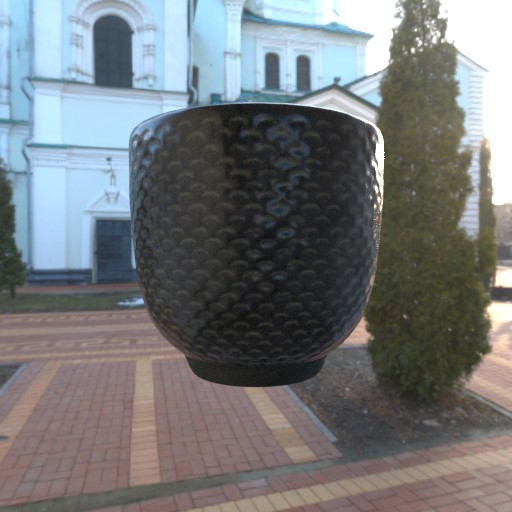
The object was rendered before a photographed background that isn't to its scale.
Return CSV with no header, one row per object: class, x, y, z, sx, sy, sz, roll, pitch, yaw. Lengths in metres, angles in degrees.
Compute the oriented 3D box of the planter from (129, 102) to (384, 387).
planter,0.000,0.000,0.312,0.172,0.160,0.172,0,0,0
